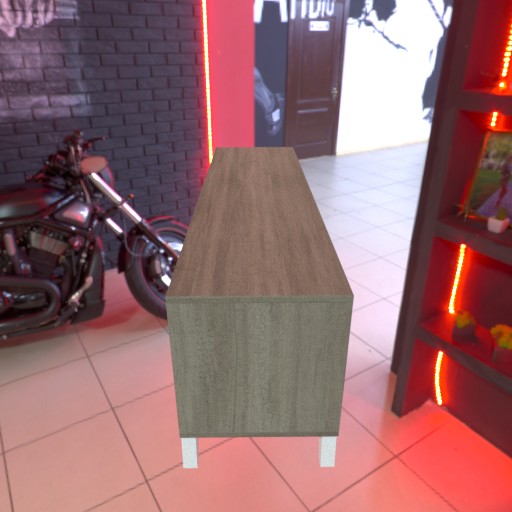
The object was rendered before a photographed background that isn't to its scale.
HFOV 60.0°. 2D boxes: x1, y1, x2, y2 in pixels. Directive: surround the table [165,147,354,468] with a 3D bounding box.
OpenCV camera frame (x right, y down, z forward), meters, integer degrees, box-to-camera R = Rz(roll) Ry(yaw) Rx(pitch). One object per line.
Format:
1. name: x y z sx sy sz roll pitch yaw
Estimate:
1. table: 0.000 0.000 1.729 0.400 0.530 1.500 0 26 -1
